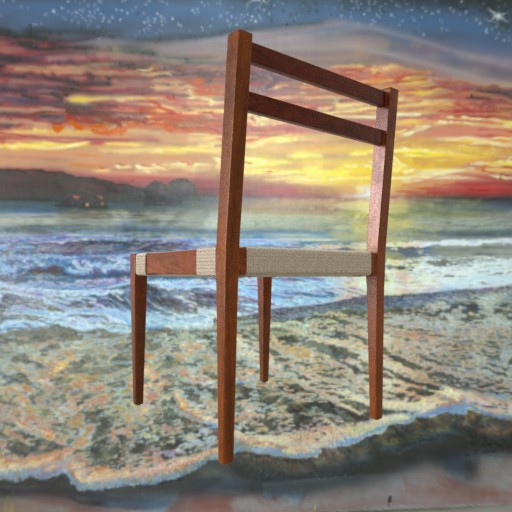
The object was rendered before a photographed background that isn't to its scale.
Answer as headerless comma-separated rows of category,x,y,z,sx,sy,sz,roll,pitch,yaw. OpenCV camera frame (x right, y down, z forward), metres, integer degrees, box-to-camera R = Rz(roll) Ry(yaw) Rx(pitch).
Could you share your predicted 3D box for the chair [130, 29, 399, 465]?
chair,0.000,0.000,1.204,0.495,0.851,0.569,2,-3,-36
